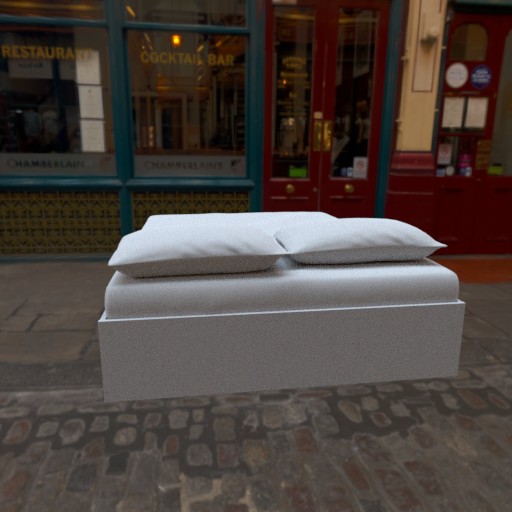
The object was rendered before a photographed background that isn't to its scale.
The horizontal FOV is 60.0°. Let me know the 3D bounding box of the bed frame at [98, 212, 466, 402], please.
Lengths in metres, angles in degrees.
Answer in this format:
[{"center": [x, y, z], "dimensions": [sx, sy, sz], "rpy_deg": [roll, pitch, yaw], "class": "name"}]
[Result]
[{"center": [0.000, 0.000, 2.619], "dimensions": [1.450, 0.629, 1.950], "rpy_deg": [-2, 13, -8], "class": "bed frame"}]
